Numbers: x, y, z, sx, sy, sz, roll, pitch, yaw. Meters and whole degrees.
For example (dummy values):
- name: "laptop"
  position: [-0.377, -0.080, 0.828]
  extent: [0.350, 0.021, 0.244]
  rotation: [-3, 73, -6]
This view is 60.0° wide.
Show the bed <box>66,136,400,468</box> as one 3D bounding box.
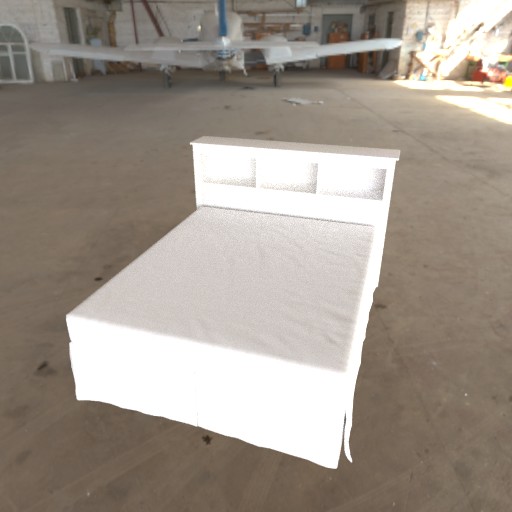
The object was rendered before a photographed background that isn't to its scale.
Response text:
- name: "bed"
  position: [0.000, 0.000, 3.033]
  extent: [1.671, 1.092, 2.133]
  rotation: [8, 28, 16]
